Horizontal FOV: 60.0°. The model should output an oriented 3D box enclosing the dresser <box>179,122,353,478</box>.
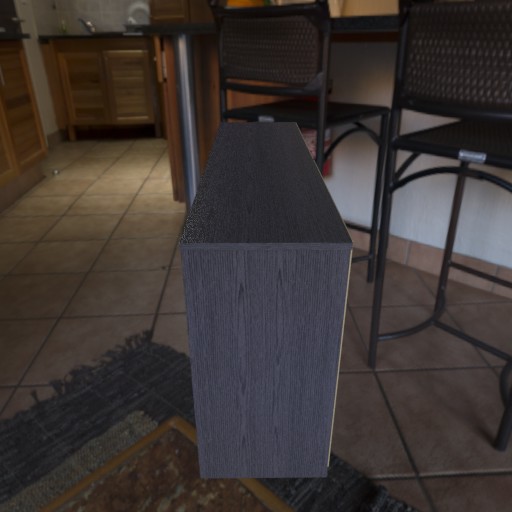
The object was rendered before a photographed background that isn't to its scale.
[{"bbox_3d":[0.000,0.000,1.704,0.401,0.755,1.360,0,27,-1],"label":"dresser"}]
